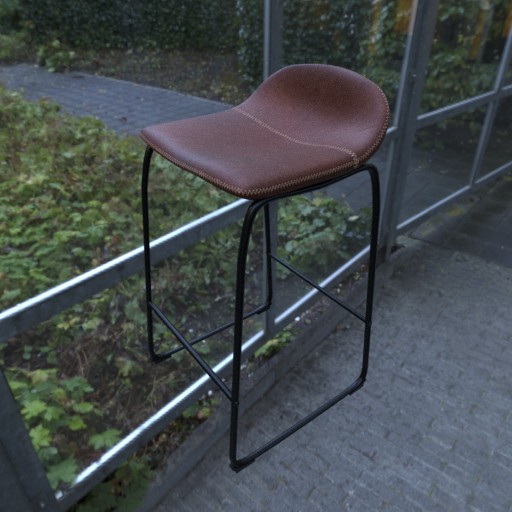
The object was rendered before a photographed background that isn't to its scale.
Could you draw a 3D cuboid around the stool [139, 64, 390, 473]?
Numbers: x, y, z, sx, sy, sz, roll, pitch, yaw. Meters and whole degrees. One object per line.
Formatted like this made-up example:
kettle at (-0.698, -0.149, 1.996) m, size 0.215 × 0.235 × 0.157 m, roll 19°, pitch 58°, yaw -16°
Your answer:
stool at (0.000, 0.000, 1.099) m, size 0.473 × 0.830 × 0.454 m, roll -22°, pitch 39°, yaw -30°
